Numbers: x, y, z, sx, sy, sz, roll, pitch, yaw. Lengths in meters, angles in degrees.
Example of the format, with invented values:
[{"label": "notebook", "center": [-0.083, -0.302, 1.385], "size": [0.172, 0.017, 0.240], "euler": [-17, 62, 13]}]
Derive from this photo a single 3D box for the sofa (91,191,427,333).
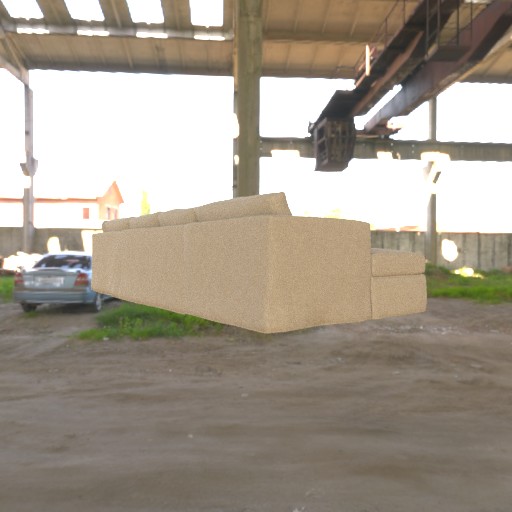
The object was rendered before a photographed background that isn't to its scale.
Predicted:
[{"label": "sofa", "center": [0.000, 0.000, 4.692], "size": [2.476, 0.878, 3.528], "euler": [0, 1, -37]}]
